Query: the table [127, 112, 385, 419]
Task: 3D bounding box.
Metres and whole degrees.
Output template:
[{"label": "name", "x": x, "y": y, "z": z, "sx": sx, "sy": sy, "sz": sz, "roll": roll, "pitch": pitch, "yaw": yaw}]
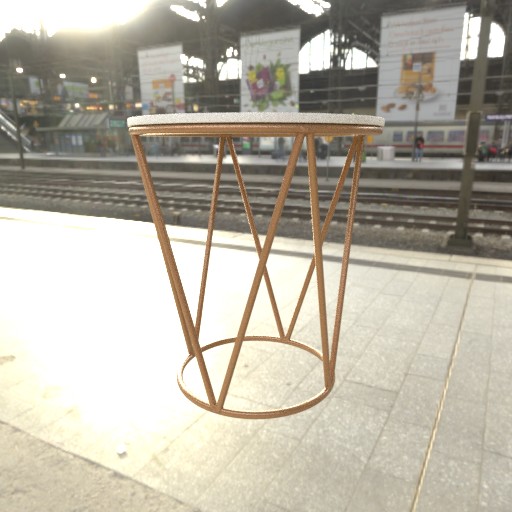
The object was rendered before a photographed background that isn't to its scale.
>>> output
[{"label": "table", "x": 0.000, "y": 0.000, "z": 0.963, "sx": 0.500, "sy": 0.564, "sz": 0.500, "roll": 0, "pitch": 14, "yaw": 0}]
